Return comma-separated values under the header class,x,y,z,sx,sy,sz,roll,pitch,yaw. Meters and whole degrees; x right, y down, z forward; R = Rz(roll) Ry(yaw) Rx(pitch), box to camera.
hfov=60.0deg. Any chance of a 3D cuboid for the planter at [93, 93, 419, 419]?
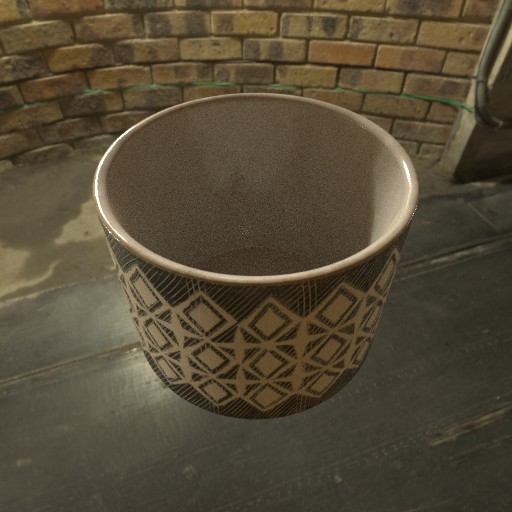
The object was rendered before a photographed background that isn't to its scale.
class,x,y,z,sx,sy,sz,roll,pitch,yaw
planter,0.000,0.000,0.214,0.126,0.104,0.126,0,45,0
